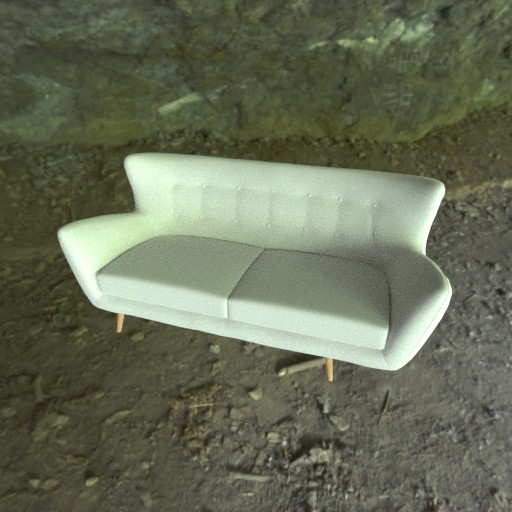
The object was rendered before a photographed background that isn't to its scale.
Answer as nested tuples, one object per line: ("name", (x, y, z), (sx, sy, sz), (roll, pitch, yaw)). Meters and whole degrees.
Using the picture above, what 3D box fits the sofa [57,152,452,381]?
("sofa", (0.000, 0.000, 2.449), (1.930, 0.890, 0.899), (9, 28, 17))
